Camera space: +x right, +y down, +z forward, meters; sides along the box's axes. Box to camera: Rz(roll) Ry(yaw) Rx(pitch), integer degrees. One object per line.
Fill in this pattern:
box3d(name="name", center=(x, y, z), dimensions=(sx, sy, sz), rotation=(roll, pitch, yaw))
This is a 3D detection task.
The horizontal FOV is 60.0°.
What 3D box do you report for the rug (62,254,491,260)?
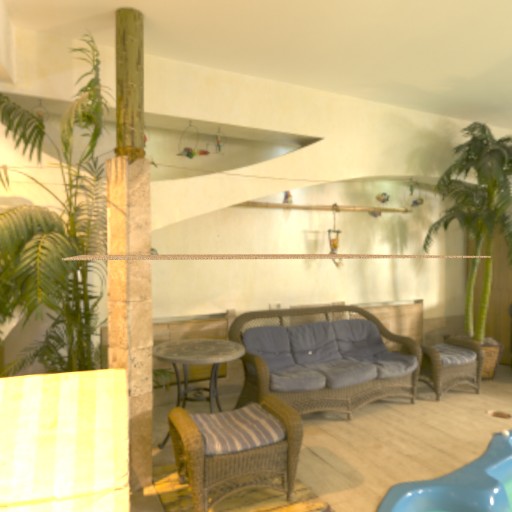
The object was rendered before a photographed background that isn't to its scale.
box3d(name="rug", center=(0.000, 0.000, 4.034), dimensions=(3.048, 0.013, 2.439), rotation=(0, 1, -19))
